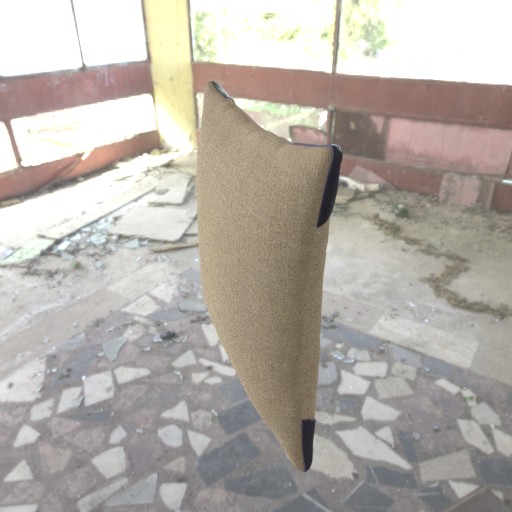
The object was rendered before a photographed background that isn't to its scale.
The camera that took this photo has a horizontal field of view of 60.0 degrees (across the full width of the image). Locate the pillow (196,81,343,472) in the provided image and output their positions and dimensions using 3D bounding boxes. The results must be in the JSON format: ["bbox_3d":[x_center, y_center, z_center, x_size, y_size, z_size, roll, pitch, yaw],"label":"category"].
[{"bbox_3d":[0.000,0.000,0.660,0.147,0.441,0.440,-10,31,-18],"label":"pillow"}]
